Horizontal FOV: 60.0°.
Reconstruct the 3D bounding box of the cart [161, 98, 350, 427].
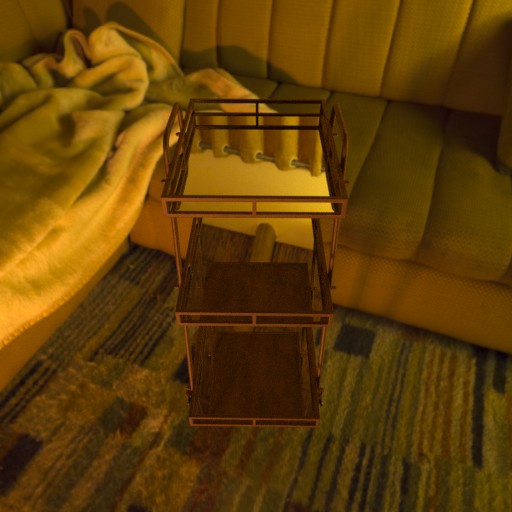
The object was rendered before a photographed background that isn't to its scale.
[{"bbox_3d":[0.000,0.000,1.333,0.441,0.883,0.711,1,42,1],"label":"cart"}]
